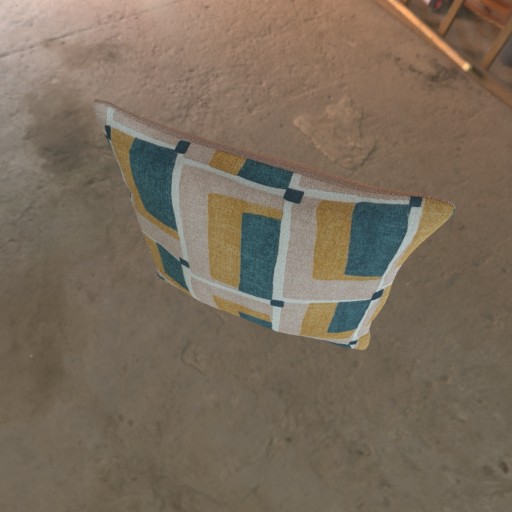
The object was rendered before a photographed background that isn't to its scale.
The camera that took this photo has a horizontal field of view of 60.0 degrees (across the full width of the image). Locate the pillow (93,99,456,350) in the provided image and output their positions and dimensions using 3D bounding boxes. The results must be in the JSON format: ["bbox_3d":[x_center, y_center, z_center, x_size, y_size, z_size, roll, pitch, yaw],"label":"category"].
[{"bbox_3d":[0.000,0.000,0.740,0.478,0.479,0.158,19,61,11],"label":"pillow"}]
